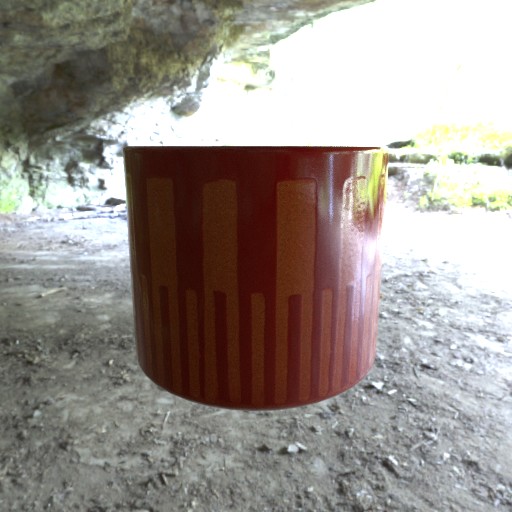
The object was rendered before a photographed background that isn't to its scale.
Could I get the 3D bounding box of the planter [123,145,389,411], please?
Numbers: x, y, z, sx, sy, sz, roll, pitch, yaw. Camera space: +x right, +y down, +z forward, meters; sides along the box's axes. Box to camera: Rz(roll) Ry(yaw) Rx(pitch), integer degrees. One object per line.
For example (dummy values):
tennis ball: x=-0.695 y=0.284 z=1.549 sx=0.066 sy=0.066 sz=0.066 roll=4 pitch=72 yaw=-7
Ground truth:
planter: x=0.000 y=0.000 z=0.420 sx=0.230 sy=0.202 sz=0.230 roll=0 pitch=14 yaw=0
